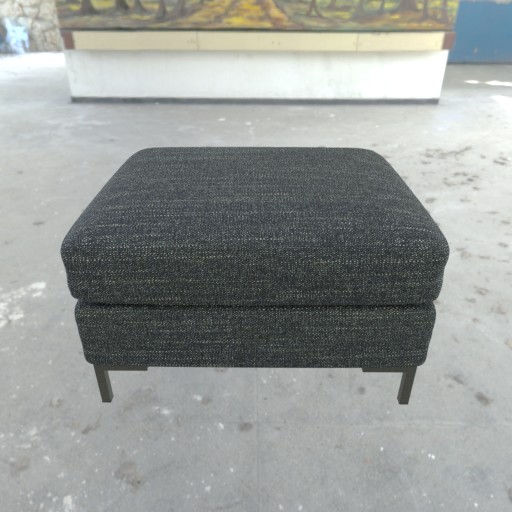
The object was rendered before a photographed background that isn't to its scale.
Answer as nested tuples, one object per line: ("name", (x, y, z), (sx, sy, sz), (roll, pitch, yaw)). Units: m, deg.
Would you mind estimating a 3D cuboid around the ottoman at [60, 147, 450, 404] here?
("ottoman", (0.000, 0.000, 1.246), (0.814, 0.491, 0.667), (0, 30, 0))
